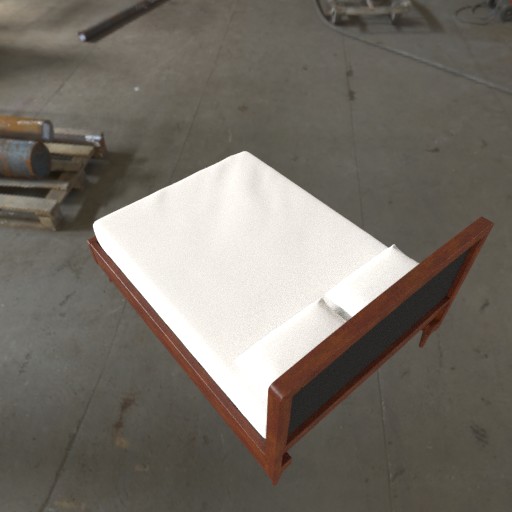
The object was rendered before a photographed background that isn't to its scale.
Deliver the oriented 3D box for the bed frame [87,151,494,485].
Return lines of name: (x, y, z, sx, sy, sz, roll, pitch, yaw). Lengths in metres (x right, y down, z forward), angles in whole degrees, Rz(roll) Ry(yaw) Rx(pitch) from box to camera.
bed frame: (0.000, 0.000, 3.081, 1.587, 1.279, 2.171, -32, 54, -26)
